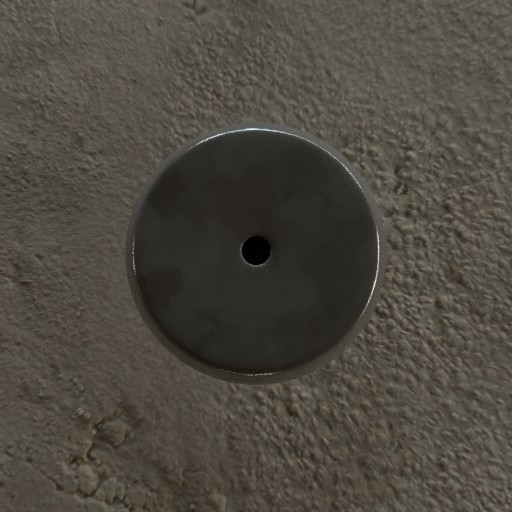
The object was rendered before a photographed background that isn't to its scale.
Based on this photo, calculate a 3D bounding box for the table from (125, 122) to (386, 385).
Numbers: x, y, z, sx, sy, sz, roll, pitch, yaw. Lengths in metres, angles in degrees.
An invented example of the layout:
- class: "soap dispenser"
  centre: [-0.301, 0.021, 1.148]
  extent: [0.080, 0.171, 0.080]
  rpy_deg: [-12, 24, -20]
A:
- class: "table"
  centre: [0.000, 0.000, 0.604]
  extent: [0.309, 0.397, 0.309]
  rpy_deg: [0, 89, 0]
